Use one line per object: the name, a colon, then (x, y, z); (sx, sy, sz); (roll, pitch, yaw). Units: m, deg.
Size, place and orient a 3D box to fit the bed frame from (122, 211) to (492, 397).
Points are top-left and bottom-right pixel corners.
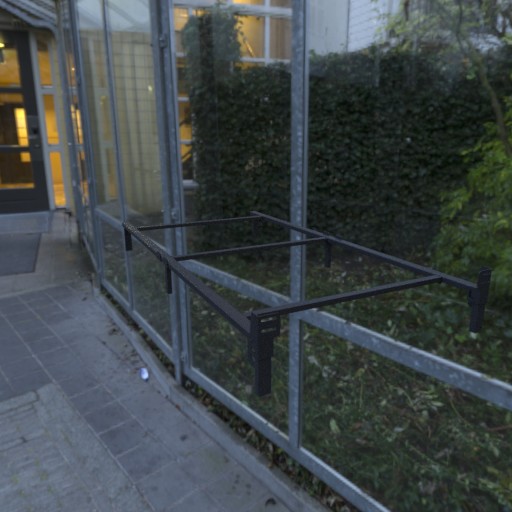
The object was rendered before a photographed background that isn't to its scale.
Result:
bed frame: (0.000, 0.000, 2.248); (0.968, 0.248, 1.897); (-8, 17, -26)
